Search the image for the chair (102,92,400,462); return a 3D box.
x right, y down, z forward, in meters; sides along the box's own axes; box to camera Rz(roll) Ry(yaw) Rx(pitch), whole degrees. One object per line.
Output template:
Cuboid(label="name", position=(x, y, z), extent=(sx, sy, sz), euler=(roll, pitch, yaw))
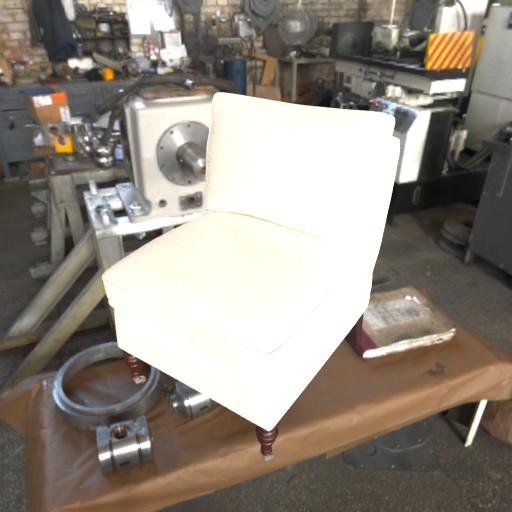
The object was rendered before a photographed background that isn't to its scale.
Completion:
Cuboid(label="chair", position=(0.000, 0.000, 1.421), extent=(0.630, 0.887, 0.781), euler=(19, 35, 29))
